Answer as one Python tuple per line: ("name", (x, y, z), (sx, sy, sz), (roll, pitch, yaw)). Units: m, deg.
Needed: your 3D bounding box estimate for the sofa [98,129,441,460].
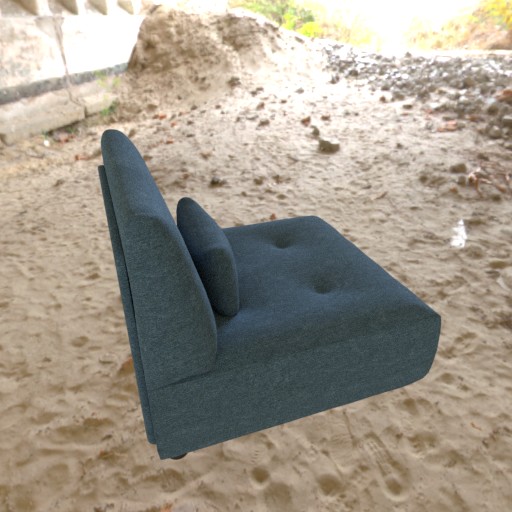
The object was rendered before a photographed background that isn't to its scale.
("sofa", (0.000, 0.000, 1.657), (1.000, 0.820, 0.930), (-10, 31, -18))
